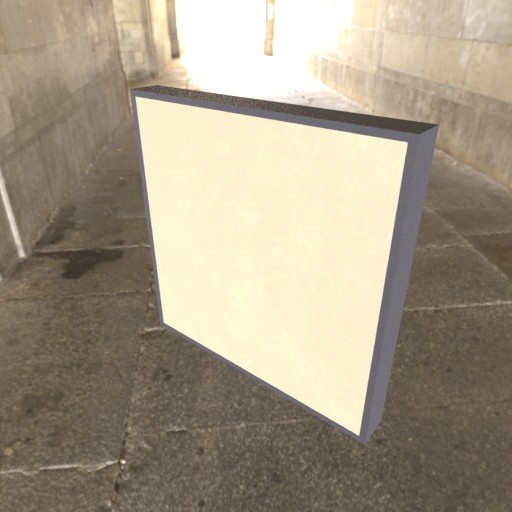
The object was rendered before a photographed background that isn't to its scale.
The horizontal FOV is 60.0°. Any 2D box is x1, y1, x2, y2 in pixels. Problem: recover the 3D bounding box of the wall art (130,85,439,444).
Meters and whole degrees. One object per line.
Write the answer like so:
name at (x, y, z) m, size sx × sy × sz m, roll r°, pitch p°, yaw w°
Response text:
wall art at (0.000, 0.000, 0.455) m, size 0.302 × 0.300 × 0.036 m, roll 21°, pitch 35°, yaw 33°
